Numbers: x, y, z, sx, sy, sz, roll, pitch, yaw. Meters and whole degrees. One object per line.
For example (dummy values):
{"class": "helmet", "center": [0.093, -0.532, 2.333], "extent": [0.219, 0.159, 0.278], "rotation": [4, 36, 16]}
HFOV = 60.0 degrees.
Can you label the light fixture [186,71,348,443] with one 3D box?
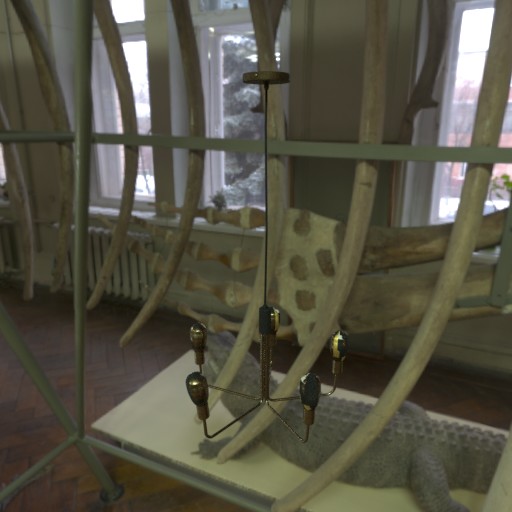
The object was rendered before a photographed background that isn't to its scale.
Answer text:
{"class": "light fixture", "center": [0.000, 0.000, 1.386], "extent": [0.532, 1.059, 0.588], "rotation": [7, 17, 24]}
